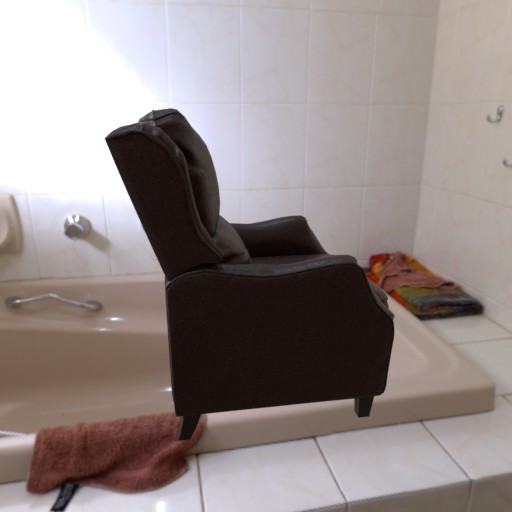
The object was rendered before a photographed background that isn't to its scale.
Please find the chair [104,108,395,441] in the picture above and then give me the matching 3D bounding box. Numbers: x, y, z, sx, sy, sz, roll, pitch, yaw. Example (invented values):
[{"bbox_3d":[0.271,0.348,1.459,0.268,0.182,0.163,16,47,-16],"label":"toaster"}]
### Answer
[{"bbox_3d":[0.000,0.000,1.801,0.982,1.132,0.770,-3,18,-9],"label":"chair"}]
